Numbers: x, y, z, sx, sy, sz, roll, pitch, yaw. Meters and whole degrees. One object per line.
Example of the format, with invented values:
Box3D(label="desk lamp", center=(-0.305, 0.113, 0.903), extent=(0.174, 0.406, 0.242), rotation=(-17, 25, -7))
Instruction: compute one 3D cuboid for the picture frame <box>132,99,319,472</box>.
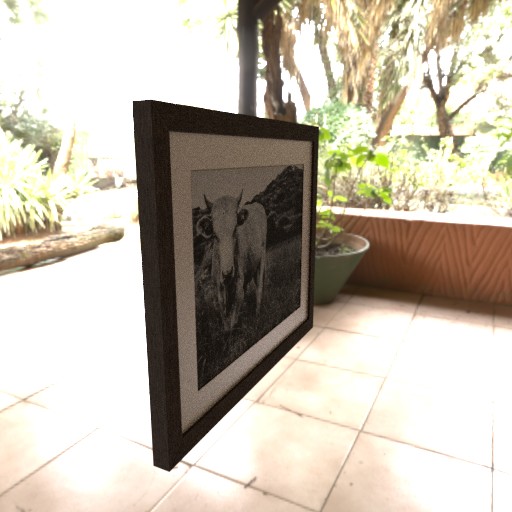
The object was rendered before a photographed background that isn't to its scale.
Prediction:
Box3D(label="picture frame", center=(0.000, 0.000, 0.762), extent=(0.026, 0.455, 0.546), rotation=(6, 14, 26))
